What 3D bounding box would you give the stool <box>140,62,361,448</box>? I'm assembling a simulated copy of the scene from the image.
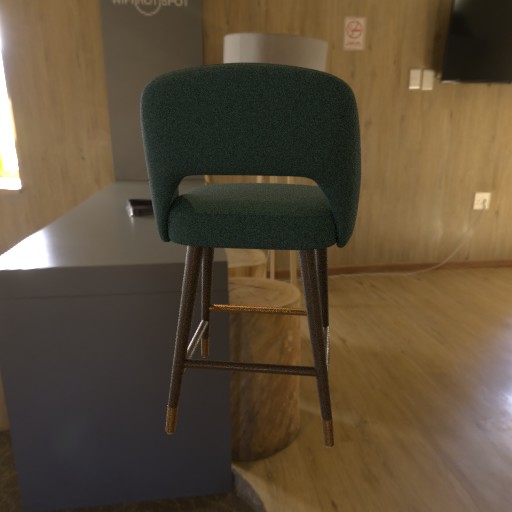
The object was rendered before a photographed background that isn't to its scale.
[{"bbox_3d":[0.000,0.000,1.237,0.536,0.939,0.522,2,17,7],"label":"stool"}]
